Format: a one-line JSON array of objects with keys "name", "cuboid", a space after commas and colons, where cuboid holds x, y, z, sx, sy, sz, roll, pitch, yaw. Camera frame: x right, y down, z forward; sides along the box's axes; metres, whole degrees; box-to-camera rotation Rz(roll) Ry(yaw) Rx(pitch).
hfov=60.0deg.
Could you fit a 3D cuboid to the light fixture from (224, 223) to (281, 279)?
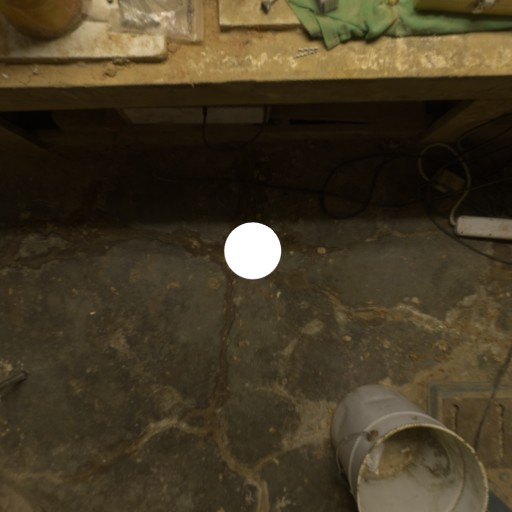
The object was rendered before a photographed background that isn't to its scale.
[{"name": "light fixture", "cuboid": [0.000, 0.000, 1.876, 0.125, 1.798, 0.125, 0, 89, 0]}]
